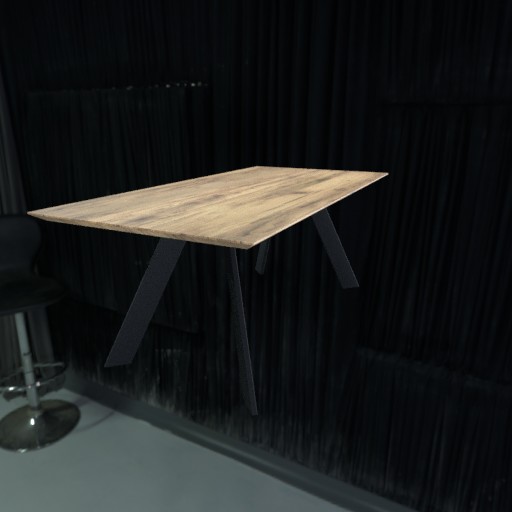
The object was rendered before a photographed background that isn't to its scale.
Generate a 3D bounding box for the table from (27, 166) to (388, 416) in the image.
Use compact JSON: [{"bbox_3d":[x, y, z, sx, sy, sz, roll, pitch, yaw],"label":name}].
[{"bbox_3d":[0.000,0.000,2.491,1.000,0.770,2.000,9,19,26],"label":"table"}]
